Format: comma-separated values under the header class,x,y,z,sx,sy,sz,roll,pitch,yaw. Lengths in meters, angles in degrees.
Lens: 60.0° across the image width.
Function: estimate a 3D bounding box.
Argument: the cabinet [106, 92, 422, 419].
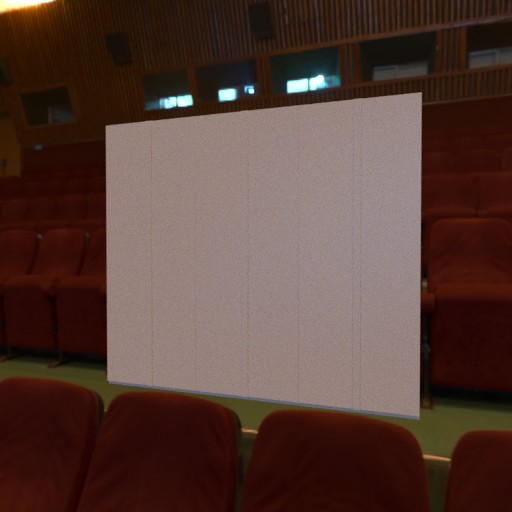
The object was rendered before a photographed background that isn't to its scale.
class,x,y,z,sx,sy,sz,roll,pitch,yaw
cabinet,0.000,0.000,3.899,2.700,2.370,0.590,0,1,19
